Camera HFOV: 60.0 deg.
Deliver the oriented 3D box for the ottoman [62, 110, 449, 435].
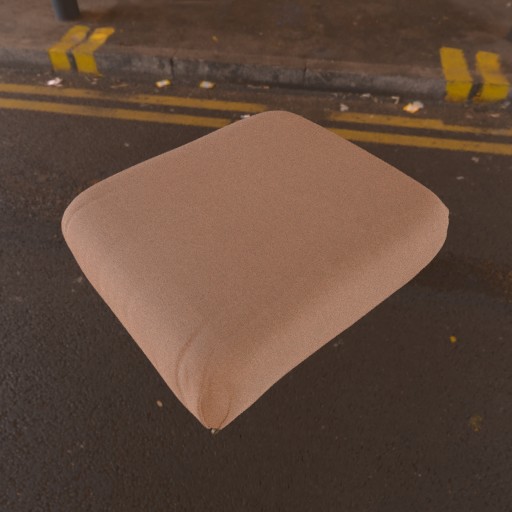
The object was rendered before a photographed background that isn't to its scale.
[{"bbox_3d":[0.000,0.000,1.136,0.746,0.450,0.639,-31,54,-26],"label":"ottoman"}]
